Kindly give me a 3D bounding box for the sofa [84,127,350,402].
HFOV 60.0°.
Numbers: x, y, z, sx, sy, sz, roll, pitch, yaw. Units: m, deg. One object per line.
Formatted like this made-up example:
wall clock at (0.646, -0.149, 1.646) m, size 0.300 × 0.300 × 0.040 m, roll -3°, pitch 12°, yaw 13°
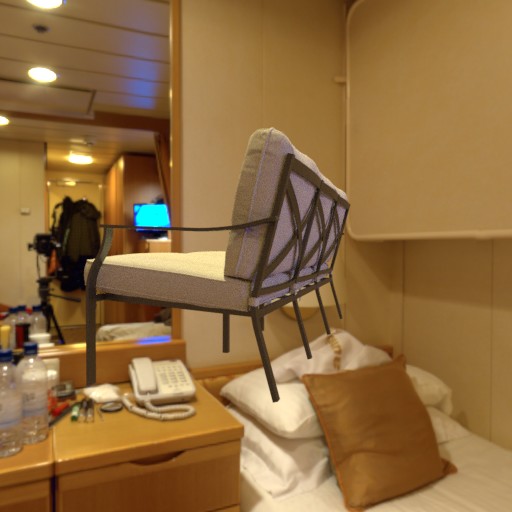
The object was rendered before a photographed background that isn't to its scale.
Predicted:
sofa at (0.000, 0.000, 2.237) m, size 0.787 × 0.860 × 1.740 m, roll 0°, pitch 1°, yaw 18°
